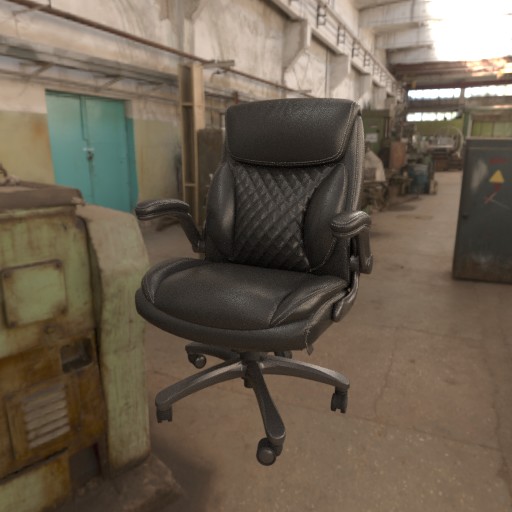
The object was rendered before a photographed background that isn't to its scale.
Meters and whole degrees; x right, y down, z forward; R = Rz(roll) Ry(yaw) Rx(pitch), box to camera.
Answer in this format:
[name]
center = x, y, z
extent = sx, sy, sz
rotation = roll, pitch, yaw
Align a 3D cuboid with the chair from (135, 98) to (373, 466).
[chair]
center = 0.000, 0.000, 1.578
extent = 0.782, 1.110, 0.724
rotation = 7, 16, 25
